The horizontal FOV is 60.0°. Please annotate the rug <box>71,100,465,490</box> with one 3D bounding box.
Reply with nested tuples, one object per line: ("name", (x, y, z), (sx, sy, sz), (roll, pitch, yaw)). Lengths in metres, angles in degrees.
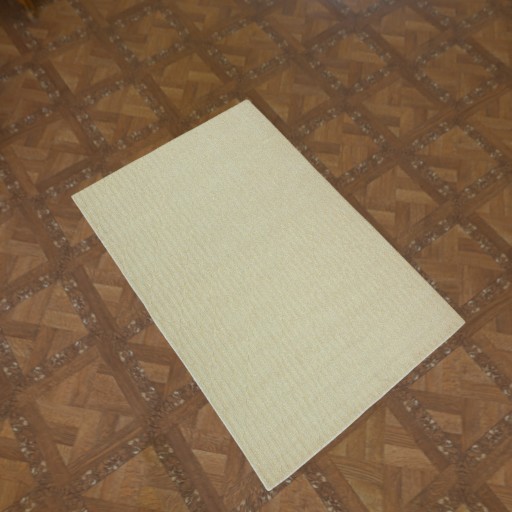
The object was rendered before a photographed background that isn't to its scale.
("rug", (0.000, 0.000, 2.346), (1.238, 0.014, 1.848), (-34, 69, -15))
